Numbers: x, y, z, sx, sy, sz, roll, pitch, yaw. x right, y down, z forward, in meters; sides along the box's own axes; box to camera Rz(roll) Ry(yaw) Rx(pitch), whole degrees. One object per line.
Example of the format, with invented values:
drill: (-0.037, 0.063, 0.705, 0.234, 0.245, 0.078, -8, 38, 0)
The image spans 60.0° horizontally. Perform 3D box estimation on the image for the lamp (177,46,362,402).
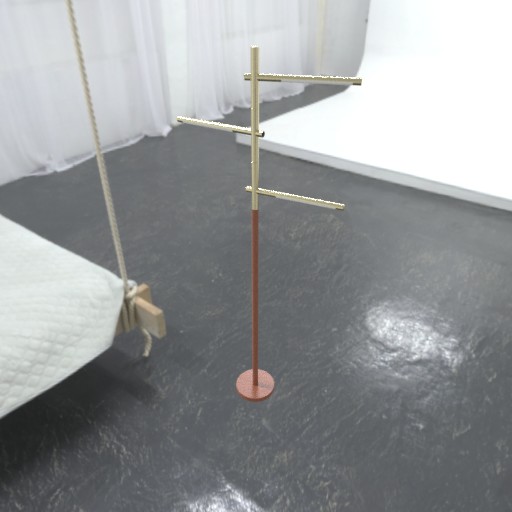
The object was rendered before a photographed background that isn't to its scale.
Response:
lamp: (0.000, 0.000, 1.980, 0.737, 1.704, 0.209, 10, 34, 15)
